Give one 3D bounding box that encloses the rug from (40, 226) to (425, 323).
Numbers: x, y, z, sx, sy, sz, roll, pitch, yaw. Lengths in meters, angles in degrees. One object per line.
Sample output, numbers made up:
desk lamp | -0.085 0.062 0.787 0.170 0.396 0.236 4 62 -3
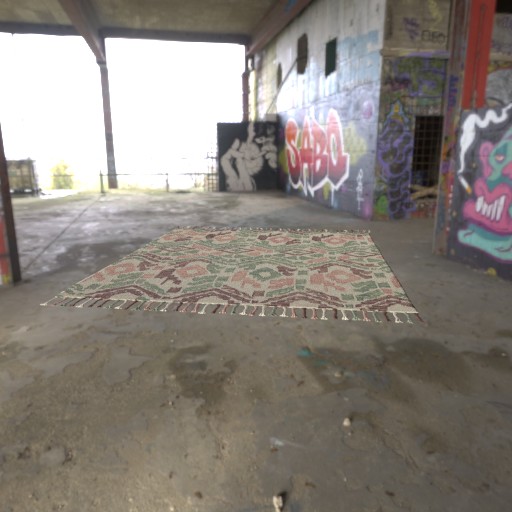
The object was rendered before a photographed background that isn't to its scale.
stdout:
rug | 0.000 0.000 4.128 2.438 0.010 3.048 2 14 7
